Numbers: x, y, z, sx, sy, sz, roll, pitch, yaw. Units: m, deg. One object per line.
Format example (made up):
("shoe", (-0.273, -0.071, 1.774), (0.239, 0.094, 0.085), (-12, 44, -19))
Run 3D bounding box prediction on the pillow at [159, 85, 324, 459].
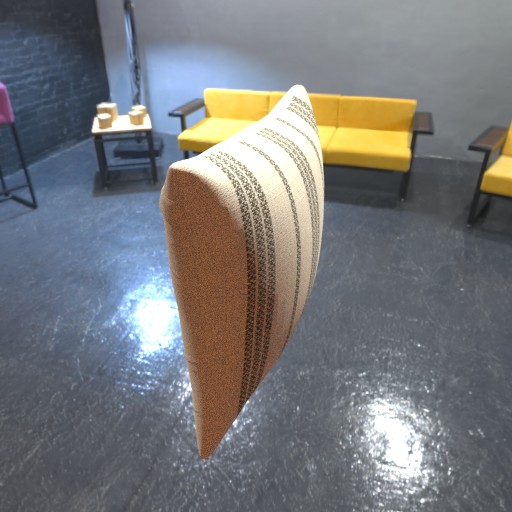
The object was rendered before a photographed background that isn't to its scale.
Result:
("pillow", (0.000, 0.000, 0.643), (0.173, 0.406, 0.405), (11, 33, 17))
